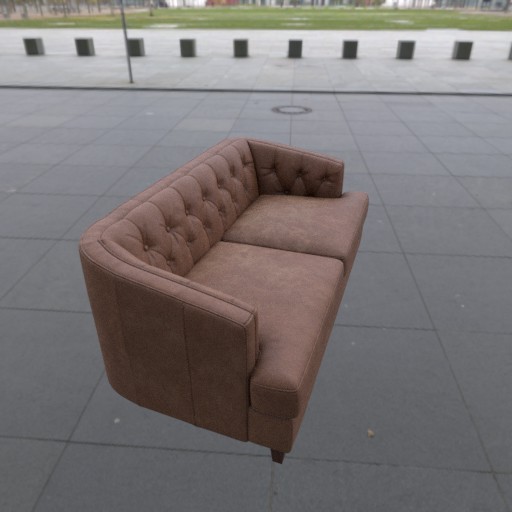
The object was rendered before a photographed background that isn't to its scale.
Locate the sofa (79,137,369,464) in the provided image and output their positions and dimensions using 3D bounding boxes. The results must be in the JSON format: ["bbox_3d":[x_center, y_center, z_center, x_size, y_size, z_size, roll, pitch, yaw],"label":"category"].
[{"bbox_3d":[0.000,0.000,2.251,0.914,0.786,1.755,10,31,17],"label":"sofa"}]
